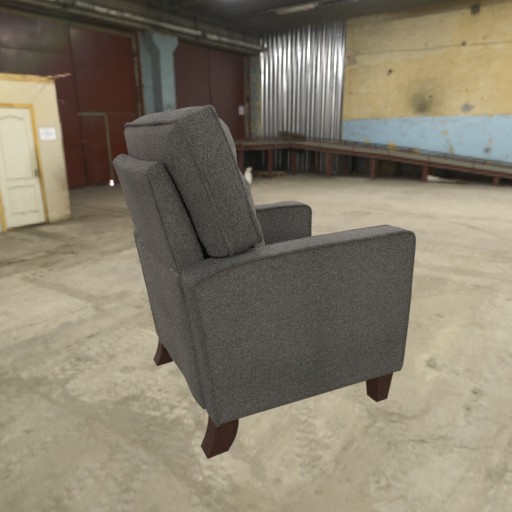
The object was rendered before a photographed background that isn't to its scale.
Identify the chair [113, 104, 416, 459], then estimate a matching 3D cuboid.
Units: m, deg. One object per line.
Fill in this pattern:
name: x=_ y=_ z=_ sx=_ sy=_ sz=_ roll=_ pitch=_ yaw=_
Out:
chair: x=0.000 y=0.000 z=1.420 sx=0.775 sy=0.889 sz=0.650 roll=-7 pitch=17 yaw=-25
